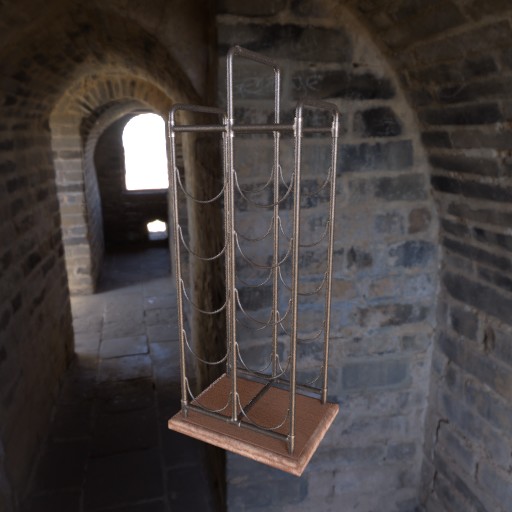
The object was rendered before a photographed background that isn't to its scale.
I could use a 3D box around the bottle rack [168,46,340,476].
[{"bbox_3d":[0.000,0.000,0.804,0.276,0.680,0.208,8,16,27],"label":"bottle rack"}]
